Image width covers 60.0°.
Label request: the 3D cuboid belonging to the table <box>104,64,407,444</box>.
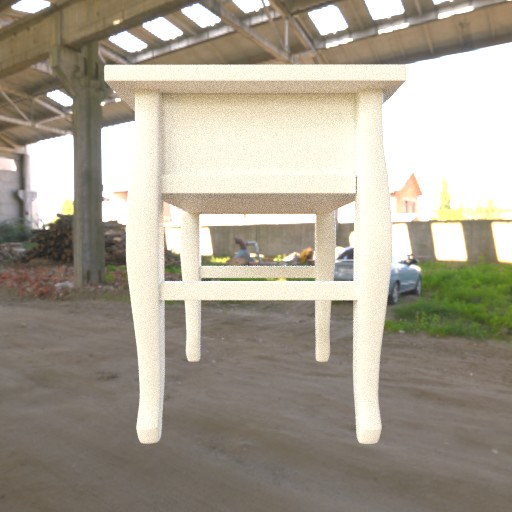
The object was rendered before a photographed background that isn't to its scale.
[{"bbox_3d":[0.000,0.000,0.983,0.463,0.605,0.599,0,2,0],"label":"table"}]
